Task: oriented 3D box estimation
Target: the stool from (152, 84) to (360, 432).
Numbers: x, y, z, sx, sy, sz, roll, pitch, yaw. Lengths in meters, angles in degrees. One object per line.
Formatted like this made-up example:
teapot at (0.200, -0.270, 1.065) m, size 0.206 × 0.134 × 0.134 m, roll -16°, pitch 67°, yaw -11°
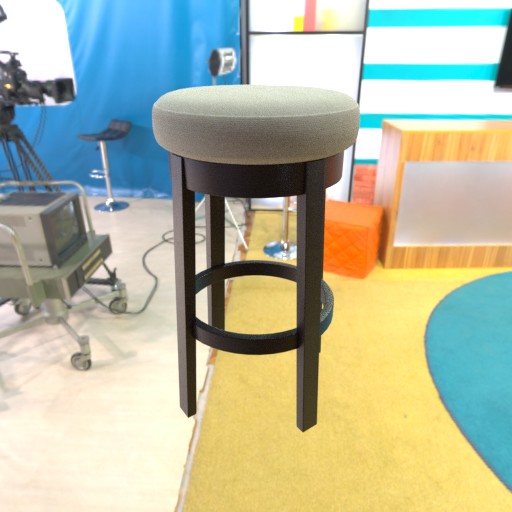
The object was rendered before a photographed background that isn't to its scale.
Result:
stool at (0.000, 0.000, 1.070) m, size 0.446 × 0.758 × 0.446 m, roll 0°, pitch 25°, yaw 0°
